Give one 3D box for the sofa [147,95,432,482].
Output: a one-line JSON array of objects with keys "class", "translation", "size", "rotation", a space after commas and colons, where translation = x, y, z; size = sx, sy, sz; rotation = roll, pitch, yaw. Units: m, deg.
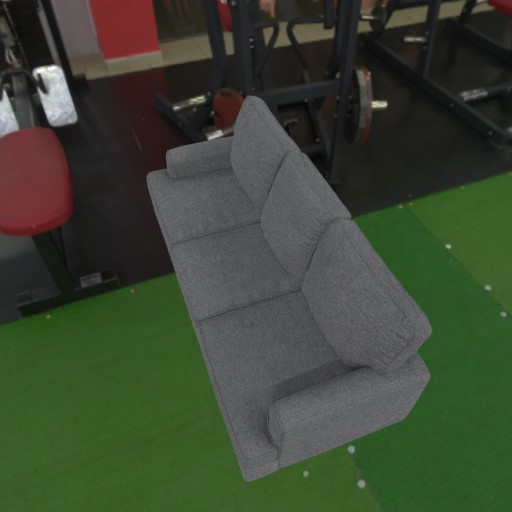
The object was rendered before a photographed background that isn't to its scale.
[{"class": "sofa", "translation": [0.000, 0.000, 2.650], "size": [0.951, 0.965, 2.158], "rotation": [-16, 50, -14]}]
